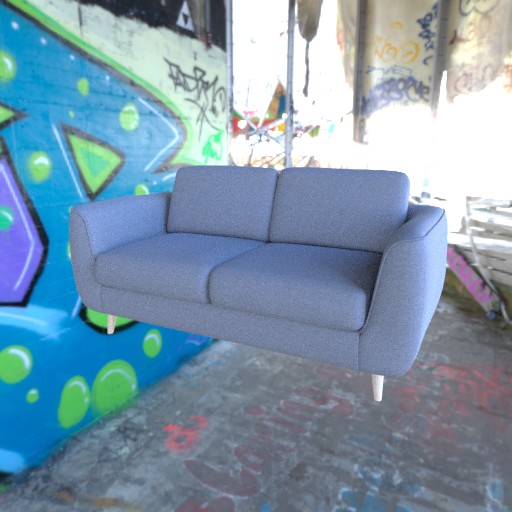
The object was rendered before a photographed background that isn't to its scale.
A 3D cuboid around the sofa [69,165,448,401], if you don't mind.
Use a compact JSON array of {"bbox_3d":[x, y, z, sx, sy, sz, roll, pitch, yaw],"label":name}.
[{"bbox_3d":[0.000,0.000,2.189,1.700,0.850,0.920,7,15,26],"label":"sofa"}]
